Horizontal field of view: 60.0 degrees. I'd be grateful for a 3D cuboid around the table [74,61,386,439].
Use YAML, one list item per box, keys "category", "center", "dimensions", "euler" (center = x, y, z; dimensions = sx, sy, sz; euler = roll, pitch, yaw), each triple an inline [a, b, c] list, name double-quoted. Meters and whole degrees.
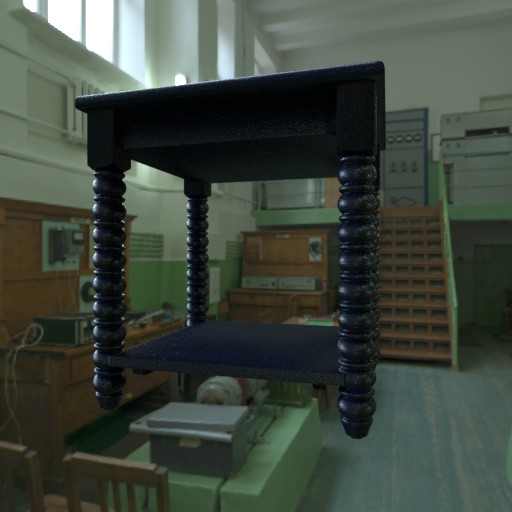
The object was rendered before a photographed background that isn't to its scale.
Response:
- category: "table"
  center: [0.000, 0.000, 0.951]
  dimensions: [0.533, 0.567, 0.500]
  euler: [0, 0, 17]
